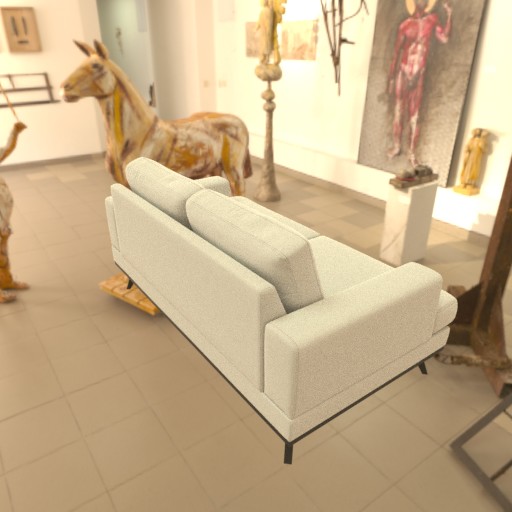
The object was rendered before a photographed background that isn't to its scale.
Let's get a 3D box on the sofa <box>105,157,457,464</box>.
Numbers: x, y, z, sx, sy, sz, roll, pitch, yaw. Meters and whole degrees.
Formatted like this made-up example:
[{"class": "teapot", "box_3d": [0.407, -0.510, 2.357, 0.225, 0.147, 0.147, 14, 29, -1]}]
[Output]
[{"class": "sofa", "box_3d": [0.000, 0.000, 2.184, 0.920, 0.810, 1.650, -18, 32, -32]}]
